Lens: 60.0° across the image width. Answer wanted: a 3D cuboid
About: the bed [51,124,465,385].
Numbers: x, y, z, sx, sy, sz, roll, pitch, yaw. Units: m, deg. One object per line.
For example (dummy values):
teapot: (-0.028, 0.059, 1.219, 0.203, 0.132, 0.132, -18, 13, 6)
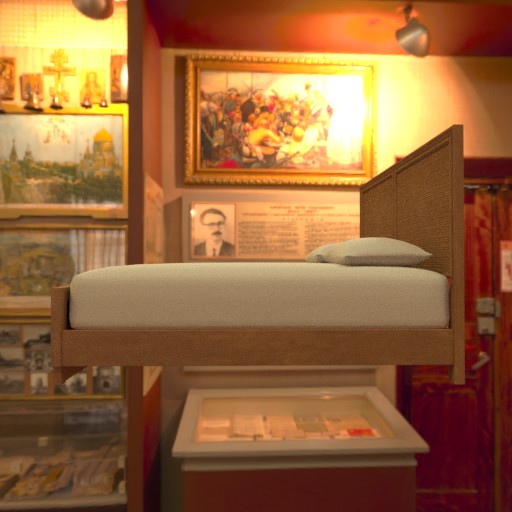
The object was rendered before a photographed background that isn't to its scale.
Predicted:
bed: (0.000, 0.000, 3.345, 2.184, 1.387, 2.003, 0, -1, -1)
